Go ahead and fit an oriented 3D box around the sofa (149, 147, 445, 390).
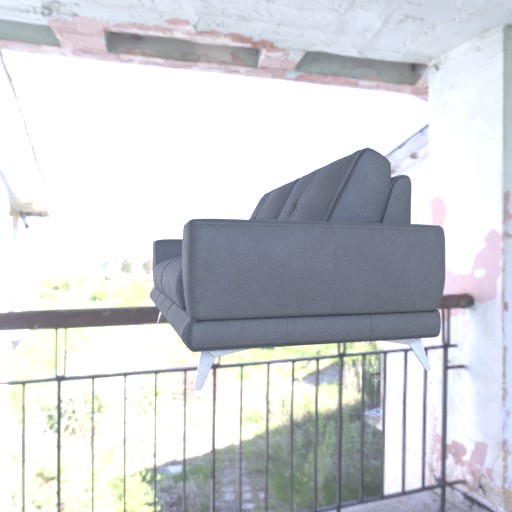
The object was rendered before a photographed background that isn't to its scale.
[{"bbox_3d":[0.000,0.000,2.387,1.018,0.907,1.806,0,-1,-17],"label":"sofa"}]
